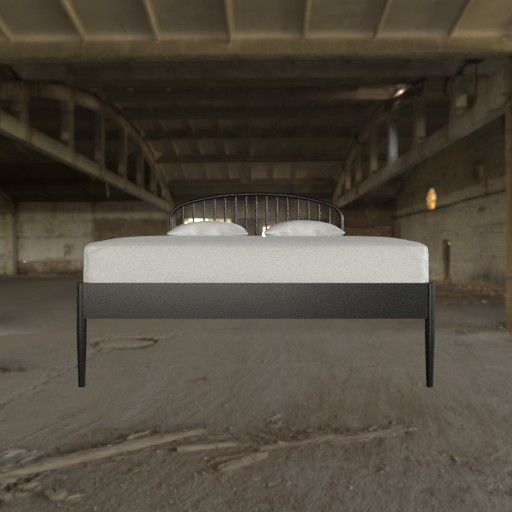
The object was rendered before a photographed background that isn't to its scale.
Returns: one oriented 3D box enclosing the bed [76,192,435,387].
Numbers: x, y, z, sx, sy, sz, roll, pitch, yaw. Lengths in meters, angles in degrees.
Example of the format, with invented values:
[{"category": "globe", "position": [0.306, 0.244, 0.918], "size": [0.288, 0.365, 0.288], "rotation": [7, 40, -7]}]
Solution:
[{"category": "bed", "position": [0.000, 0.000, 3.056], "size": [1.618, 1.166, 2.159], "rotation": [0, 0, 0]}]
